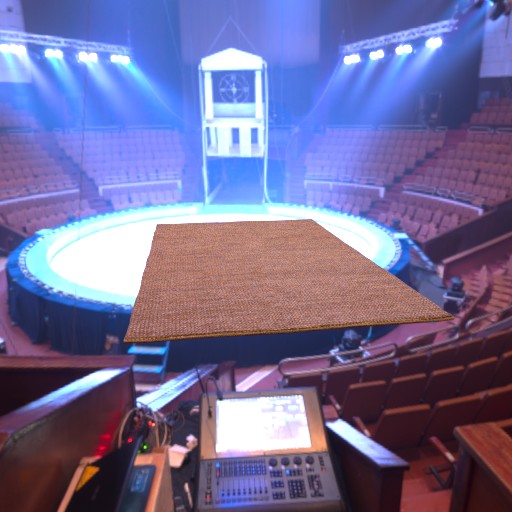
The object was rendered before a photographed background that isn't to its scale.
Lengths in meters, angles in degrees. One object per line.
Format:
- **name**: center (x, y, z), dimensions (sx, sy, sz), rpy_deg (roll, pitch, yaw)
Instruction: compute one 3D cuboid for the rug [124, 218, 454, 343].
- **rug**: center (0.000, 0.000, 3.135), dimensions (1.521, 0.034, 2.438), rpy_deg (-3, 16, -9)
